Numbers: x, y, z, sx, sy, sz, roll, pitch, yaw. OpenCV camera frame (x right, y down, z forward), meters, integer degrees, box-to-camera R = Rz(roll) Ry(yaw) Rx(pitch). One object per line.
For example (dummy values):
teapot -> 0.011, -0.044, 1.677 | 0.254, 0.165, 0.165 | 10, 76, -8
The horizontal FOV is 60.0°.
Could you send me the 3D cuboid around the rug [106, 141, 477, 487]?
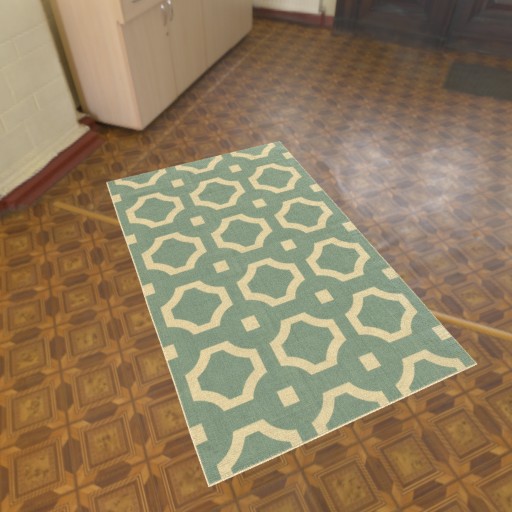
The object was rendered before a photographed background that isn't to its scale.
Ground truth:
rug -> 0.000, 0.000, 2.945 | 1.528, 0.015, 2.443 | -17, 48, -16
